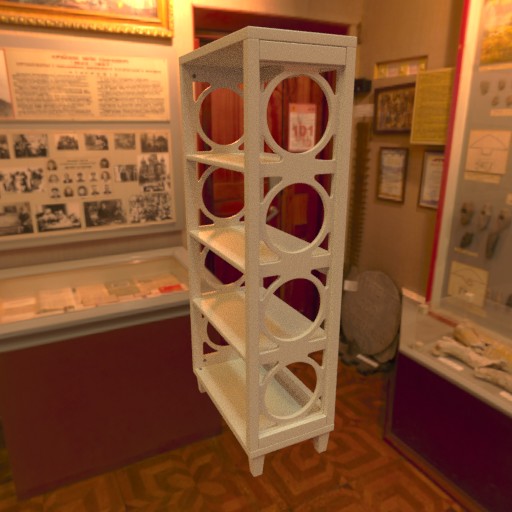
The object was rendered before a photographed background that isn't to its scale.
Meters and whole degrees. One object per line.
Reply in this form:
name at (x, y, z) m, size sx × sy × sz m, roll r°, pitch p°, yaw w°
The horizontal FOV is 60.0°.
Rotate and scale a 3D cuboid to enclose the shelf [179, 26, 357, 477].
shelf at (0.000, 0.000, 1.644) m, size 0.340 × 1.411 × 0.611 m, roll -8°, pitch 18°, yaw -25°
